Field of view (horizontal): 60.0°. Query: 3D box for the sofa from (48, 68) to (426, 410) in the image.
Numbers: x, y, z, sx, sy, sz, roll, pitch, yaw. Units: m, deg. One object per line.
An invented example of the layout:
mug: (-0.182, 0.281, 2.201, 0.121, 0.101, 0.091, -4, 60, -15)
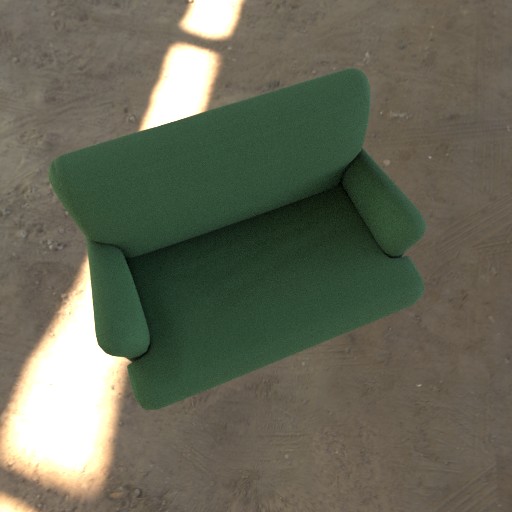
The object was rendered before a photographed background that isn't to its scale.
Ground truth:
sofa: (0.000, 0.000, 1.777, 1.297, 0.889, 0.779, -20, 66, -10)
